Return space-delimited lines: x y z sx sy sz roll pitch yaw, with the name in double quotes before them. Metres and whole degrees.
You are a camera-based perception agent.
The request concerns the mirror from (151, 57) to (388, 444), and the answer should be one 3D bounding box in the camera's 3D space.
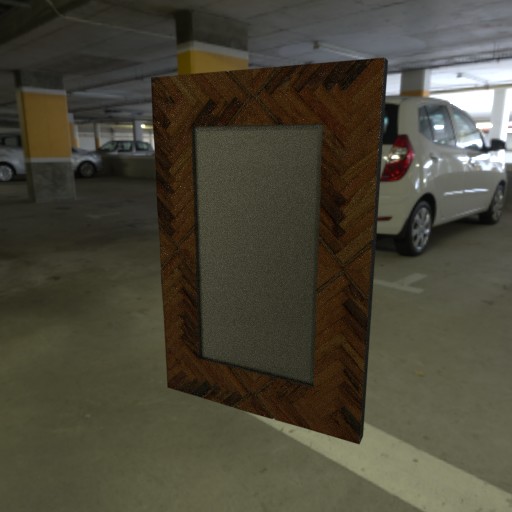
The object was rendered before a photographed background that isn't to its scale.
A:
"mirror" 0.000 0.000 1.163 0.606 0.912 0.044 7 15 26
